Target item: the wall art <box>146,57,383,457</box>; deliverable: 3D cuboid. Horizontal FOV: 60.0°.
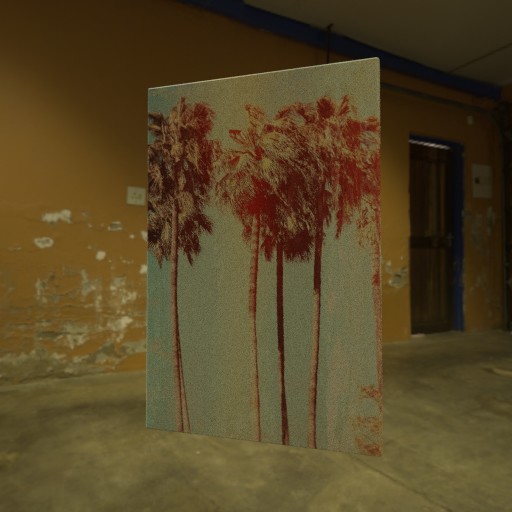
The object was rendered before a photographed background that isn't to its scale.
[{"bbox_3d":[0.000,0.000,1.116,0.605,0.915,0.037,0,-2,17],"label":"wall art"}]
